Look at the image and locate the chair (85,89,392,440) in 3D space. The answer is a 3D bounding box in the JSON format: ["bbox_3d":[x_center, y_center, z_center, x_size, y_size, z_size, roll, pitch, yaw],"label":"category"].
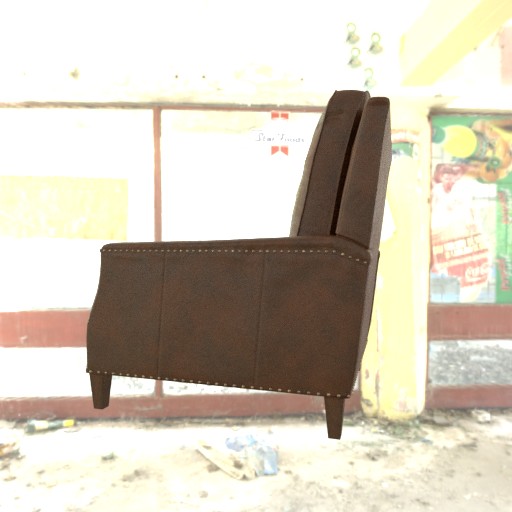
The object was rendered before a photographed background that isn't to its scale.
[{"bbox_3d":[0.000,0.000,1.775,1.035,1.054,0.854,0,1,17],"label":"chair"}]
